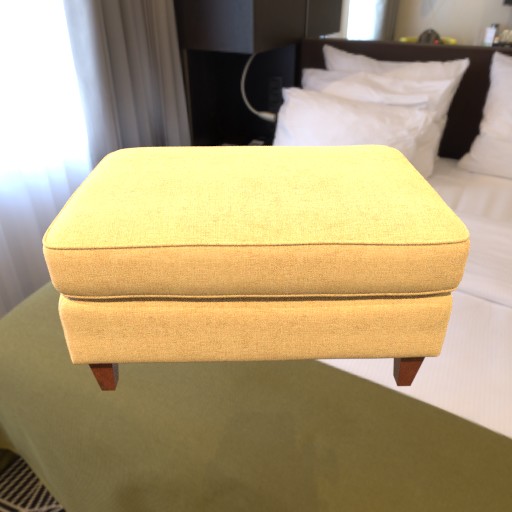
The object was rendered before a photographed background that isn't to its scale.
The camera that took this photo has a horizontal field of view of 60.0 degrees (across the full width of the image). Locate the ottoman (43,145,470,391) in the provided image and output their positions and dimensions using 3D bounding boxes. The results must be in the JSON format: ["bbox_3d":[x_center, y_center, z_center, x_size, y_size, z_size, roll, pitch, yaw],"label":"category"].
[{"bbox_3d":[0.000,0.000,1.190,0.862,0.484,0.583,-1,32,-1],"label":"ottoman"}]
